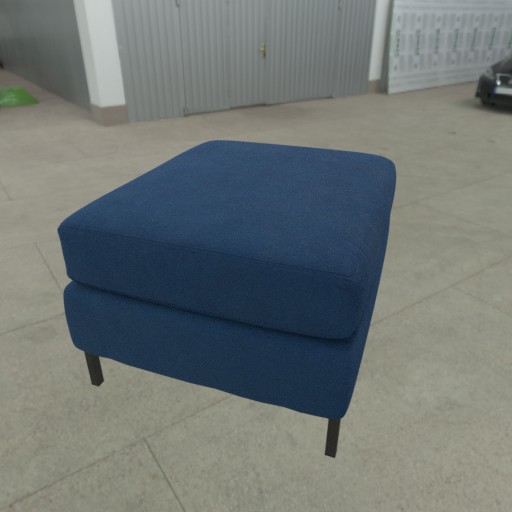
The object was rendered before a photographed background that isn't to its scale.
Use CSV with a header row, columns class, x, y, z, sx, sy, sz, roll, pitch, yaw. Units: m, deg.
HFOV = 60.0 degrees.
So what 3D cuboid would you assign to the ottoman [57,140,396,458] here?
class,x,y,z,sx,sy,sz,roll,pitch,yaw
ottoman,0.000,0.000,1.207,0.655,0.485,0.794,10,30,18
